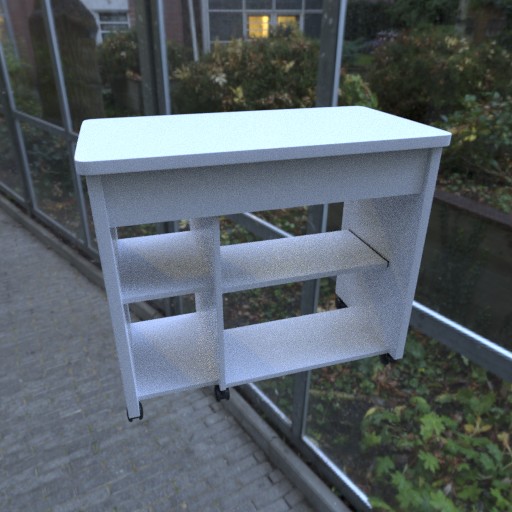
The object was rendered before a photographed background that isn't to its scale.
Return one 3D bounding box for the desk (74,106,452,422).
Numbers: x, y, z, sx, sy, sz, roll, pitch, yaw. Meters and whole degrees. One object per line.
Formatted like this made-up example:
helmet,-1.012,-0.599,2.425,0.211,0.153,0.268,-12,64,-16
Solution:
desk,0.000,0.000,1.334,0.877,0.763,0.475,-8,28,-15
